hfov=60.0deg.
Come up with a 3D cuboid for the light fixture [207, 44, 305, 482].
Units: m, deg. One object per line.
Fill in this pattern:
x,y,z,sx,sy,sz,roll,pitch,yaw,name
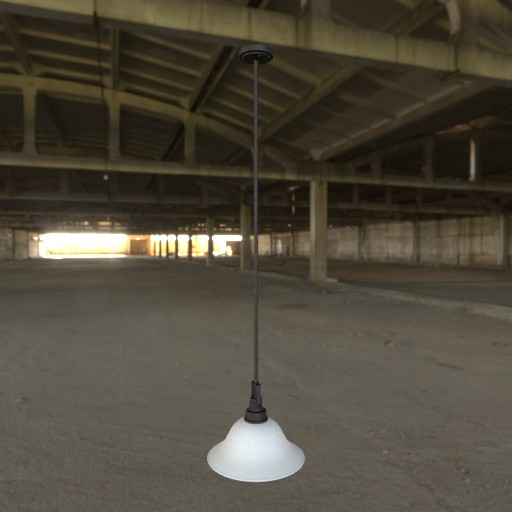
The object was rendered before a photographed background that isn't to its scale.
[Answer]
0.000,0.000,1.465,0.324,1.337,0.324,0,1,-18,light fixture
